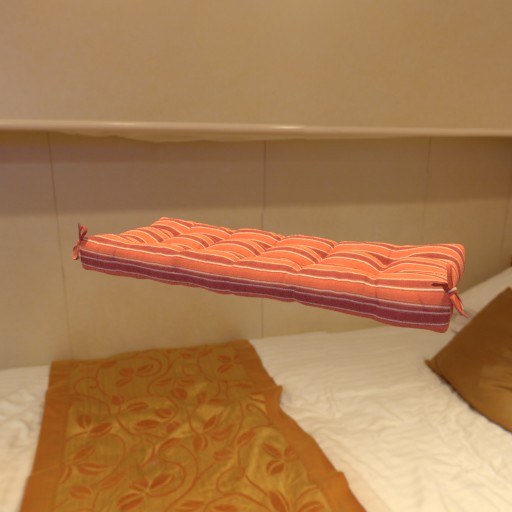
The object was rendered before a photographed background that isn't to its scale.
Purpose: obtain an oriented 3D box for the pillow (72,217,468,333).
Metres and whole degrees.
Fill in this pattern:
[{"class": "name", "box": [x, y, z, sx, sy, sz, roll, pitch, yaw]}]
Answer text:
[{"class": "pillow", "box": [0.000, 0.000, 1.348, 1.194, 0.174, 0.511, 7, 16, 26]}]
